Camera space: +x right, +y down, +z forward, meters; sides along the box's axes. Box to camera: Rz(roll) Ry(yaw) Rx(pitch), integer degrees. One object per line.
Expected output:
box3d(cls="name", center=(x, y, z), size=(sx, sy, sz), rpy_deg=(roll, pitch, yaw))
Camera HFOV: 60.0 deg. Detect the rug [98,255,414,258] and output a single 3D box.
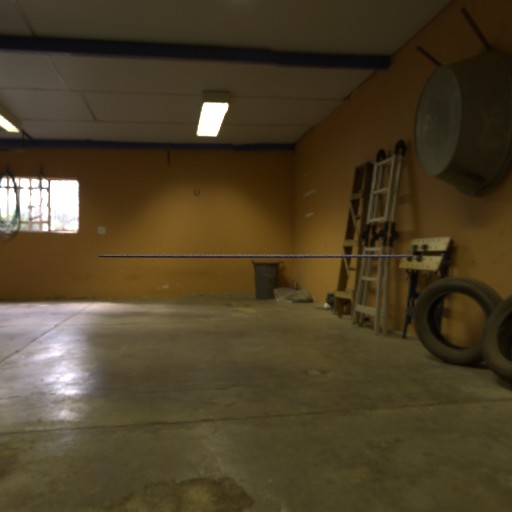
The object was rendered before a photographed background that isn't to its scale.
box3d(cls="rug", center=(0.000, 0.000, 2.372), size=(1.591, 0.010, 1.591), rpy_deg=(0, 0, 0))
